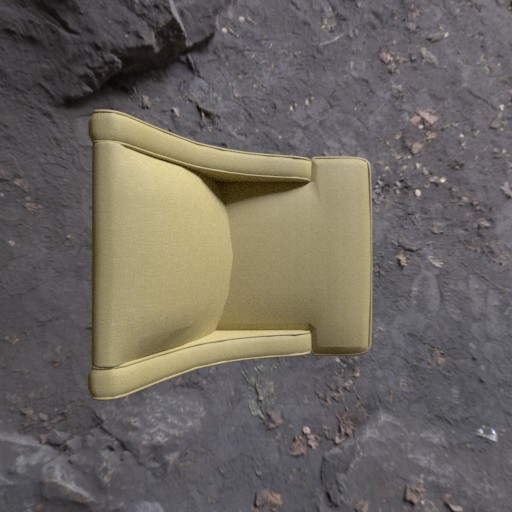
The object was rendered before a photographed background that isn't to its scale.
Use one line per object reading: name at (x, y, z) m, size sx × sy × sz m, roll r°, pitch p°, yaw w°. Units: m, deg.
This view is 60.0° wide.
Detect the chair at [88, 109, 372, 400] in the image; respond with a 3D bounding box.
chair at (0.000, 0.000, 1.474) m, size 0.814 × 0.896 × 0.696 m, roll 0°, pitch 90°, yaw -2°
